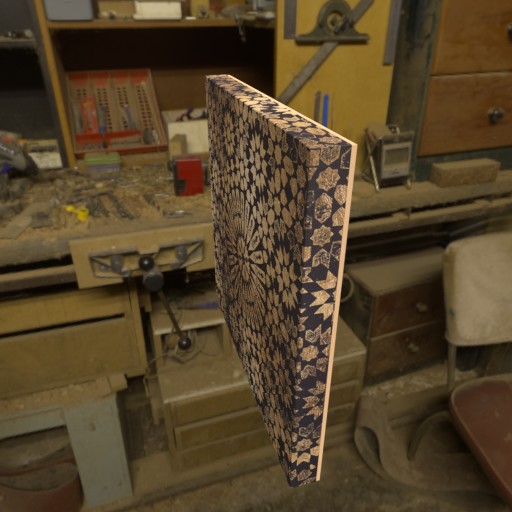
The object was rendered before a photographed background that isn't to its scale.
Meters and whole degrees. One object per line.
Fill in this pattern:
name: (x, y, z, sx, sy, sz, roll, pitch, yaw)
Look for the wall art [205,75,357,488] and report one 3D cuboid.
wall art: (0.000, 0.000, 0.596, 0.038, 0.405, 0.405, -8, 30, -14)
